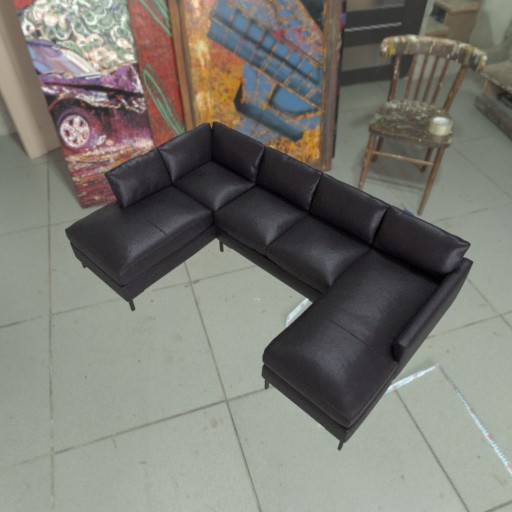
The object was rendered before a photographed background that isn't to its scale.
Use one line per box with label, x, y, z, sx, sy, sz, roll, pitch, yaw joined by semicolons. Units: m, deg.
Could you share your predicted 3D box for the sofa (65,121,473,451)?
sofa;0.000;0.000;3.843;2.956;0.900;1.939;33;54;28
